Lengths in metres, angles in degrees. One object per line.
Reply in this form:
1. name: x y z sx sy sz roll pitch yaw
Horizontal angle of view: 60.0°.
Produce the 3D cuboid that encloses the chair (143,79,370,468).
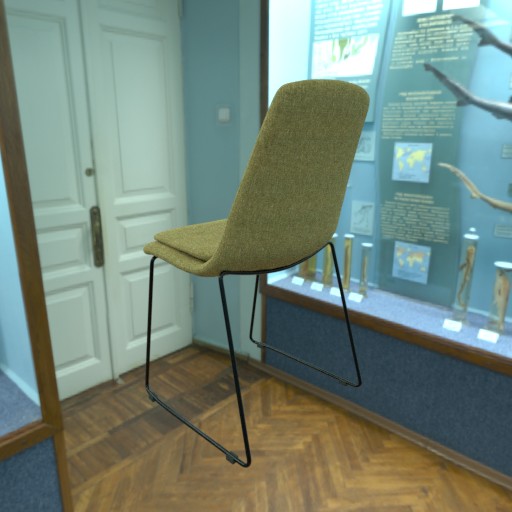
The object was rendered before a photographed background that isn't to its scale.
1. chair: 0.000 0.000 1.190 0.496 0.849 0.479 15 22 43
